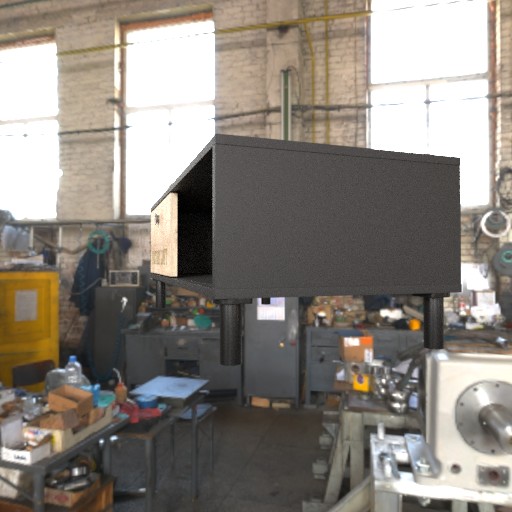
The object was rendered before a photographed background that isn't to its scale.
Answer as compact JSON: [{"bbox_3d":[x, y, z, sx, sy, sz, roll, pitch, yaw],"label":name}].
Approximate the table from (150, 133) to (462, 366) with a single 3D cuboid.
[{"bbox_3d":[0.000,0.000,1.355,0.550,0.400,1.100,0,-1,-19],"label":"table"}]
